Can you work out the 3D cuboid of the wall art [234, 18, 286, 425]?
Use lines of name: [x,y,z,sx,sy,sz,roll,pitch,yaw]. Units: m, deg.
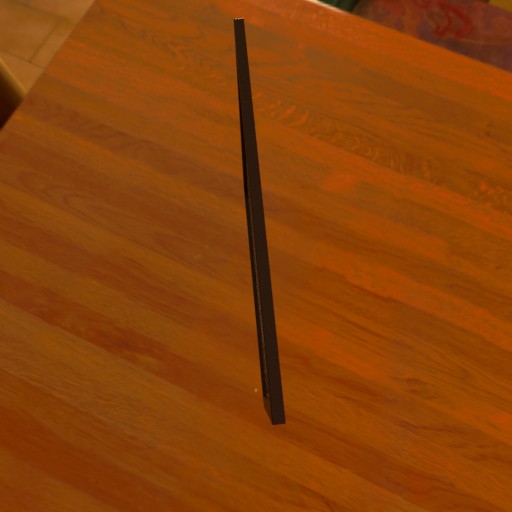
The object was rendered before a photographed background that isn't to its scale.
wall art: [0.000,0.000,0.684,0.012,0.458,0.457,-5,73,-2]
